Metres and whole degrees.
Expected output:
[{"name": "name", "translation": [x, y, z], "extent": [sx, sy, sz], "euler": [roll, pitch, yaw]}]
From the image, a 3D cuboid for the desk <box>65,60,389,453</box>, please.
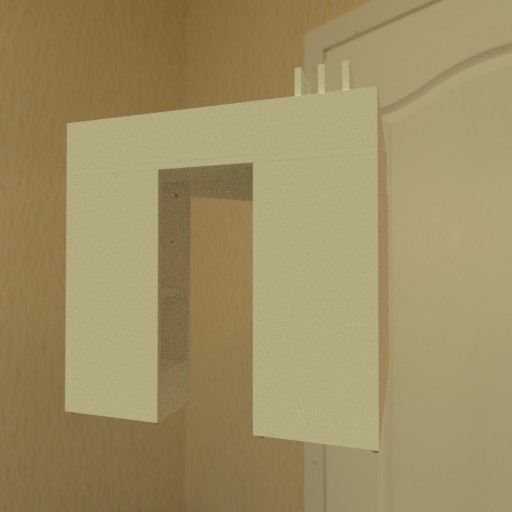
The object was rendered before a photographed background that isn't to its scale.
[{"name": "desk", "translation": [0.000, 0.000, 1.684], "extent": [0.940, 0.986, 0.940], "euler": [0, -1, 18]}]
